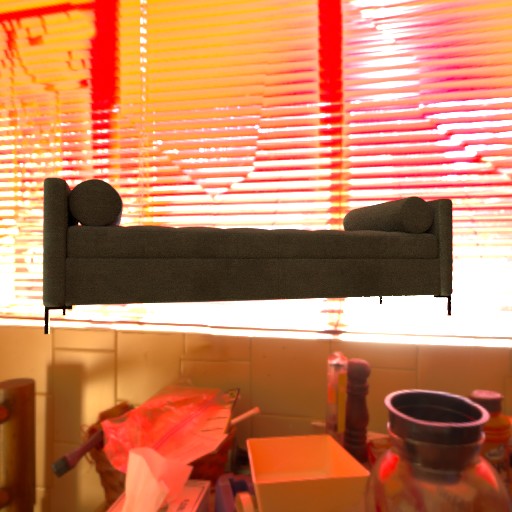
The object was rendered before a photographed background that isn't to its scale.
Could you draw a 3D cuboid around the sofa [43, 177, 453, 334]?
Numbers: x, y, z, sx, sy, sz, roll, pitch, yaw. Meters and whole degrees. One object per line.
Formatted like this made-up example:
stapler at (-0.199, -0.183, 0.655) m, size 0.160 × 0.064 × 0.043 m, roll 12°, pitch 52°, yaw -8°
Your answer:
sofa at (0.000, 0.000, 2.364) m, size 1.981 × 0.635 × 0.686 m, roll 0°, pitch -1°, yaw -18°
